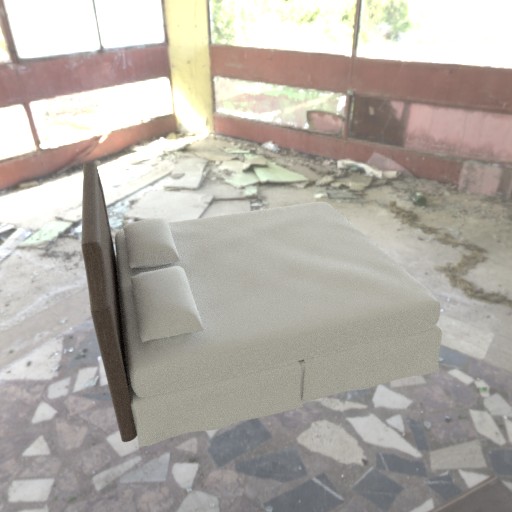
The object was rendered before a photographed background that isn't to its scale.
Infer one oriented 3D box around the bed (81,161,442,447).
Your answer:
[{"bbox_3d":[0.000,0.000,4.135,2.773,1.590,2.350,-9,32,-15],"label":"bed"}]
